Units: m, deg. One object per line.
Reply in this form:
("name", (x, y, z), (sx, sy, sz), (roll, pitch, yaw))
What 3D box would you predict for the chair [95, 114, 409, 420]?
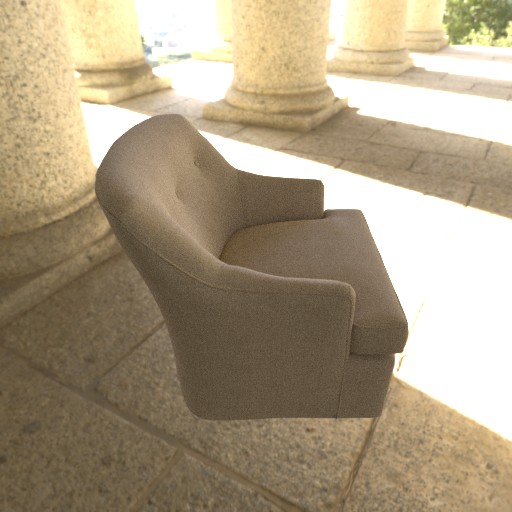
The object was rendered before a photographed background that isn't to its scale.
("chair", (0.000, 0.000, 1.598), (0.923, 0.856, 0.864), (0, 32, 1))
